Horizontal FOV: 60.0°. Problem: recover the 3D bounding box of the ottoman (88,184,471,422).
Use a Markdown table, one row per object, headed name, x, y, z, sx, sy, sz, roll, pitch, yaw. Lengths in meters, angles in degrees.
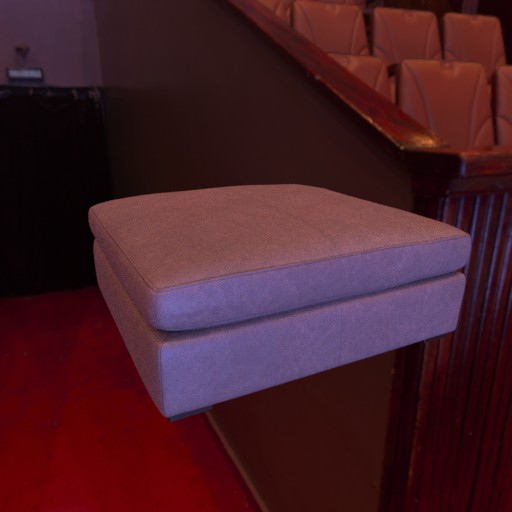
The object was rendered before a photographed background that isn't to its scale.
| name | x | y | z | sx | sy | sz | roll | pitch | yaw |
| --- | --- | --- | --- | --- | --- | --- | --- | --- | --- |
| ottoman | 0.000 | 0.000 | 1.823 | 1.168 | 0.490 | 1.168 | -9 | 20 | -26 |
